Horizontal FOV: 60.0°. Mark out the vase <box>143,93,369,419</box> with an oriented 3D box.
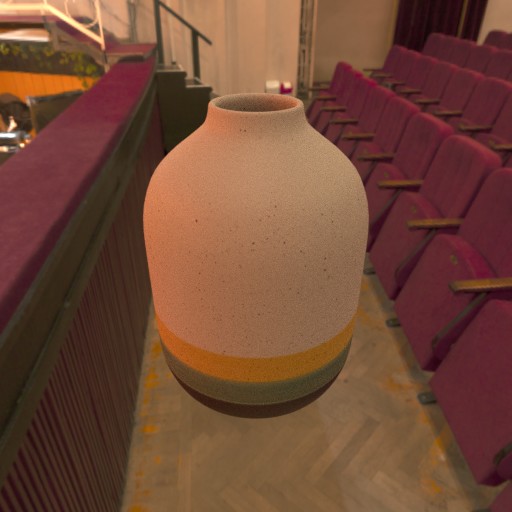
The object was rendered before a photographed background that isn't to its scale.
[{"bbox_3d":[0.000,0.000,0.358,0.169,0.240,0.169,0,31,0],"label":"vase"}]
